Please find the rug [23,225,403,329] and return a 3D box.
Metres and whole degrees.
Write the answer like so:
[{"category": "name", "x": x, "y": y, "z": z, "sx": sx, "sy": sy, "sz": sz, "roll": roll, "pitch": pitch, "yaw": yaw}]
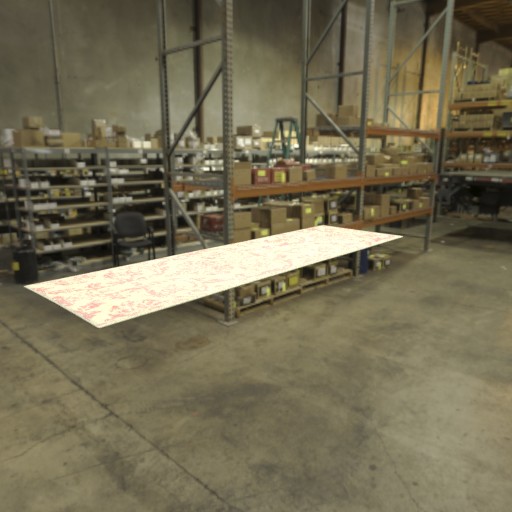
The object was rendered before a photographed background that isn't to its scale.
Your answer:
[{"category": "rug", "x": 0.000, "y": 0.000, "z": 2.447, "sx": 0.662, "sy": 0.011, "sz": 2.196, "roll": 12, "pitch": 18, "yaw": 42}]
